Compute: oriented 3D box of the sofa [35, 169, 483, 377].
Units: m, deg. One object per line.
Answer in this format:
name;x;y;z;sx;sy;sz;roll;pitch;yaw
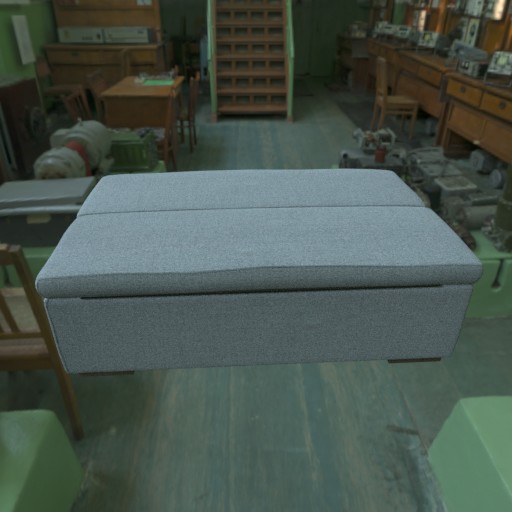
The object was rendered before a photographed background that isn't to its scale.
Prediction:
sofa;0.000;0.000;1.643;1.250;0.434;0.817;-2;30;-3
